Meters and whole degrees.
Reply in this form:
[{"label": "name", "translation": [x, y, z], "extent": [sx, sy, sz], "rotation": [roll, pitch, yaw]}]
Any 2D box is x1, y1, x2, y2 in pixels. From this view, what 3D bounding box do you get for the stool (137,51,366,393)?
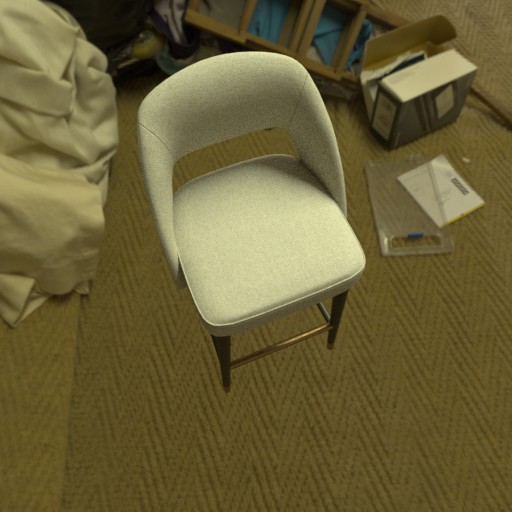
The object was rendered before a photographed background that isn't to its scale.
[{"label": "stool", "translation": [0.000, 0.000, 1.329], "extent": [0.494, 1.037, 0.509], "rotation": [-20, 66, -9]}]
